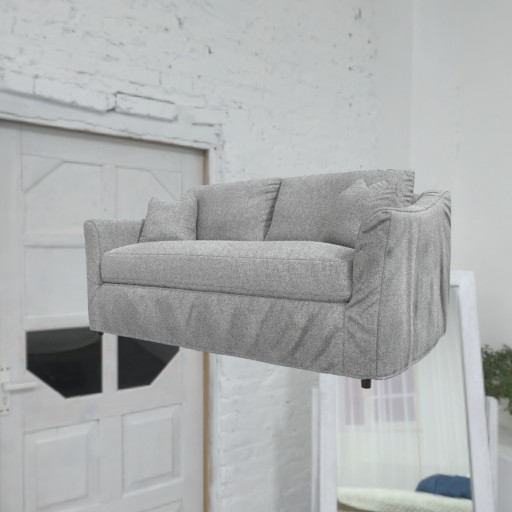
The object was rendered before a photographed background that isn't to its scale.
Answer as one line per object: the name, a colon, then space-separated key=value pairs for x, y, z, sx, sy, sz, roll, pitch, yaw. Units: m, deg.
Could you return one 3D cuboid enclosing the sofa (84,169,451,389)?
sofa: x=0.000 y=0.000 z=2.675 sx=2.010 sy=1.018 sz=1.072 roll=1 pitch=2 yaw=35
